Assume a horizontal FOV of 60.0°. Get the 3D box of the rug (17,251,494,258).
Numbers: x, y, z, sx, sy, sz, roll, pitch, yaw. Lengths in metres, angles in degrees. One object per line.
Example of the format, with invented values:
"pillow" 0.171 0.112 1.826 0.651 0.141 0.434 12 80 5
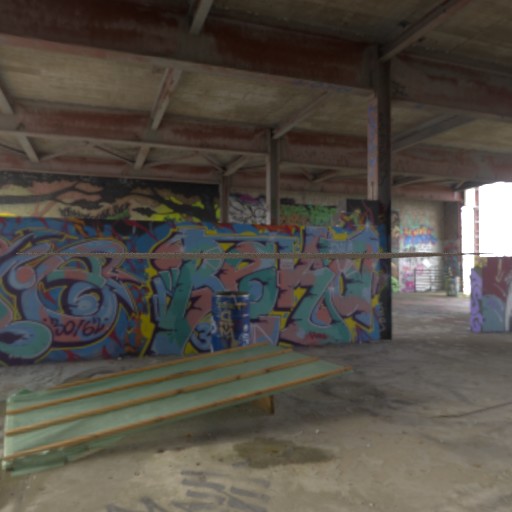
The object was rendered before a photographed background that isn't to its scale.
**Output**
"rug" 0.000 0.000 4.048 3.051 0.021 2.448 0 -1 0
